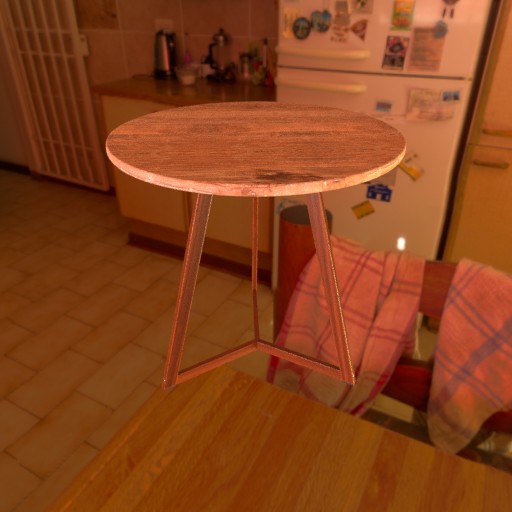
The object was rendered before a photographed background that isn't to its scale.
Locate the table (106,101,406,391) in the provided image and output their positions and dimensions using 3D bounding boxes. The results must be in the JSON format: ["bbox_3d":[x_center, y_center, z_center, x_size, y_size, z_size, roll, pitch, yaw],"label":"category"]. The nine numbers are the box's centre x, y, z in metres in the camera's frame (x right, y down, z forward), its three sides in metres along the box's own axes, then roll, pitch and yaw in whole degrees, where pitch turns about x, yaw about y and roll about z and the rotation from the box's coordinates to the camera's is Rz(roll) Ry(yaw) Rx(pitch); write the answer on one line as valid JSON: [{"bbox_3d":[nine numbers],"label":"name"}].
[{"bbox_3d":[0.000,0.000,0.894,0.500,0.500,0.500,0,31,0],"label":"table"}]
